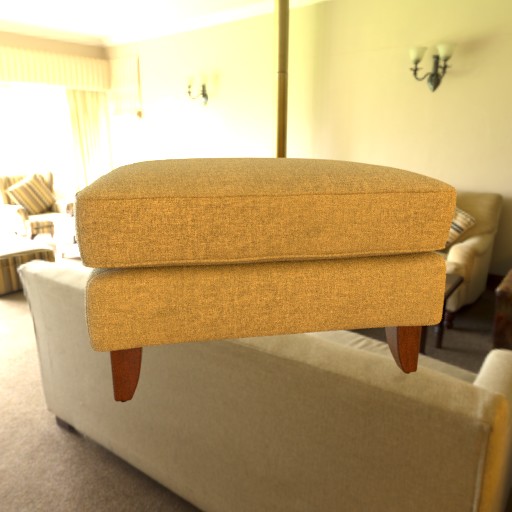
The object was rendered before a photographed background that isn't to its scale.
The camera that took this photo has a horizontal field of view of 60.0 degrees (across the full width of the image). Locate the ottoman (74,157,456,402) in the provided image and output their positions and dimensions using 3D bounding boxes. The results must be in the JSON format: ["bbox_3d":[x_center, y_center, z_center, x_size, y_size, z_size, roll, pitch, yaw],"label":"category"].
[{"bbox_3d":[0.000,0.000,1.308,0.889,0.561,0.661,-3,15,-10],"label":"ottoman"}]
